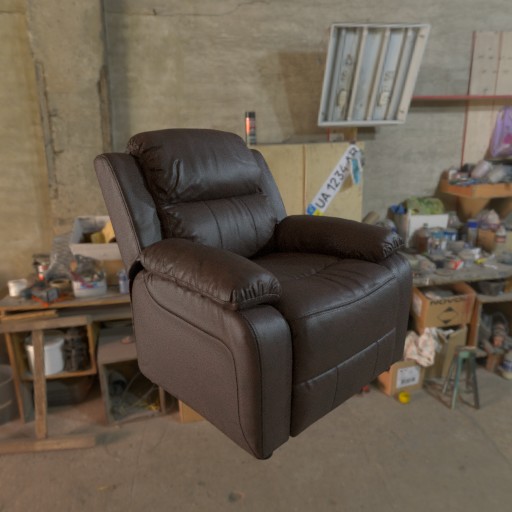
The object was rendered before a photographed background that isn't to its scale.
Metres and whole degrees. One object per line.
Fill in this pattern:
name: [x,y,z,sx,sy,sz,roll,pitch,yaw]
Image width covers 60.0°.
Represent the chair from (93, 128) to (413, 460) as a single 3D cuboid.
chair: [0.000,0.000,1.258,0.707,0.702,0.680,14,21,43]
